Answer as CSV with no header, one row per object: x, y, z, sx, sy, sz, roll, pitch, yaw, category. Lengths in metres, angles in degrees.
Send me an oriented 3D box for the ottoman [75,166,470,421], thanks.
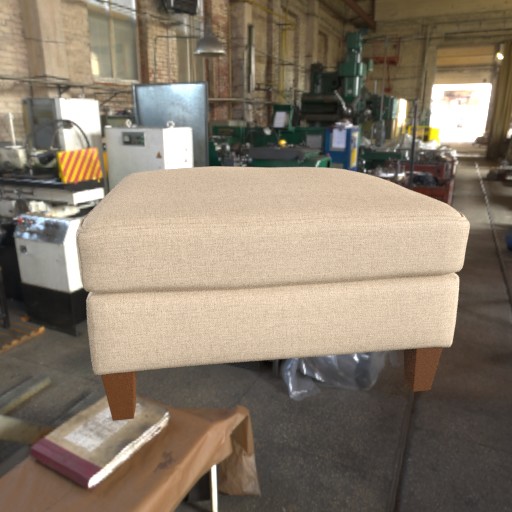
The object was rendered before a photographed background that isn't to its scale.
0.000,0.000,1.336,0.838,0.503,0.838,-3,17,-9,ottoman
